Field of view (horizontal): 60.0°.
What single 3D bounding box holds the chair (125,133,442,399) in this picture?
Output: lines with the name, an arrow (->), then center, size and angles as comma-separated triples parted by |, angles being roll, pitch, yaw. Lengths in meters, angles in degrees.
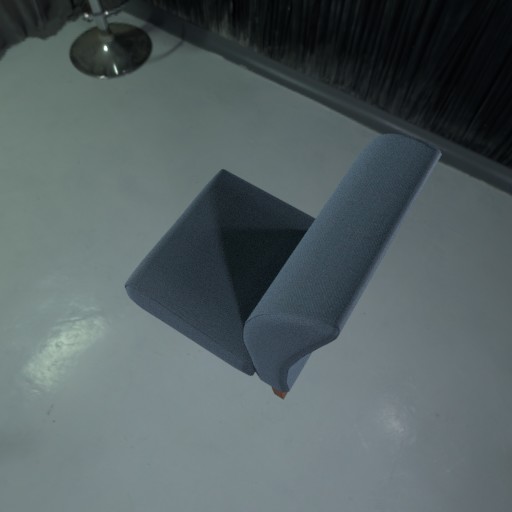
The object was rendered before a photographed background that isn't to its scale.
chair -> 0.000, 0.000, 1.193 | 0.592, 0.804, 0.513 | 28, 66, 14
